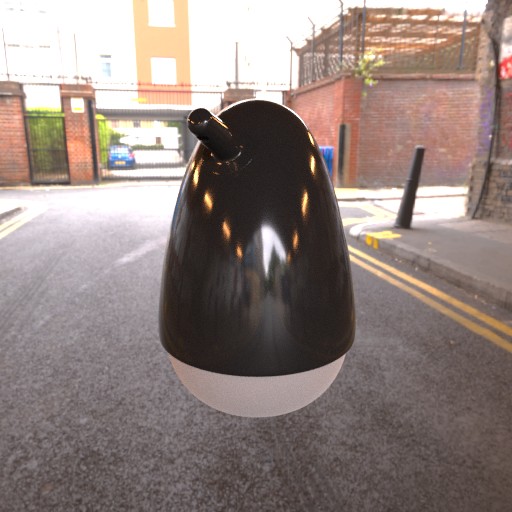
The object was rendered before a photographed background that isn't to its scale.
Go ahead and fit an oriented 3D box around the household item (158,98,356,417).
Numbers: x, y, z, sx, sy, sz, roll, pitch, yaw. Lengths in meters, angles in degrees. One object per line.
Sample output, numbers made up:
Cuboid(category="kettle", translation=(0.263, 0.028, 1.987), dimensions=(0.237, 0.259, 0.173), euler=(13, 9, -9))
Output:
Cuboid(category="household item", translation=(0.000, 0.000, 0.225), dimensions=(0.102, 0.152, 0.104), euler=(7, 15, 25))
